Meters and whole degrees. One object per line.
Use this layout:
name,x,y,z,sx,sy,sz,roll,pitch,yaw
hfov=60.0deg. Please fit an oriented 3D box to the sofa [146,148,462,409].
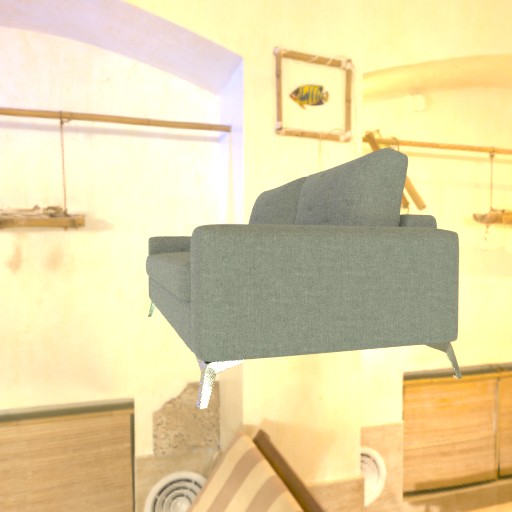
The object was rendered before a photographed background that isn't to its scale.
sofa,0.000,0.000,2.091,0.920,0.790,1.650,0,1,-18
